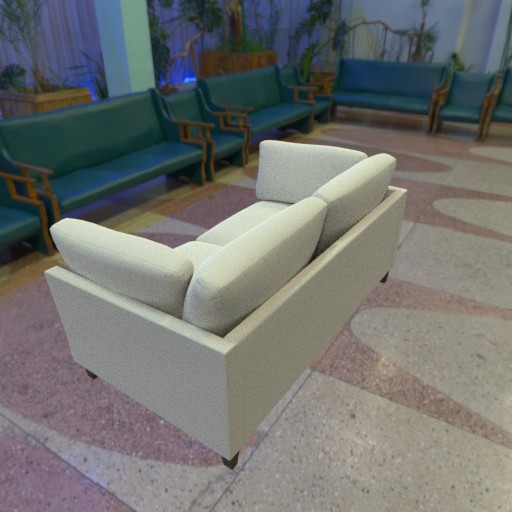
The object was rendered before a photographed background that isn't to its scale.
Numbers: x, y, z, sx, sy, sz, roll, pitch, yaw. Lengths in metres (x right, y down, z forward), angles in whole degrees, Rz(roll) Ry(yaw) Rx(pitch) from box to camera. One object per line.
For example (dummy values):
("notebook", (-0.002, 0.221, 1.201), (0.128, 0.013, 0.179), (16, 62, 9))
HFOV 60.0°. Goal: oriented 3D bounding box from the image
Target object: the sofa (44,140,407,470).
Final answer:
("sofa", (0.000, 0.000, 2.315), (0.970, 0.836, 1.776), (19, 34, 30))
